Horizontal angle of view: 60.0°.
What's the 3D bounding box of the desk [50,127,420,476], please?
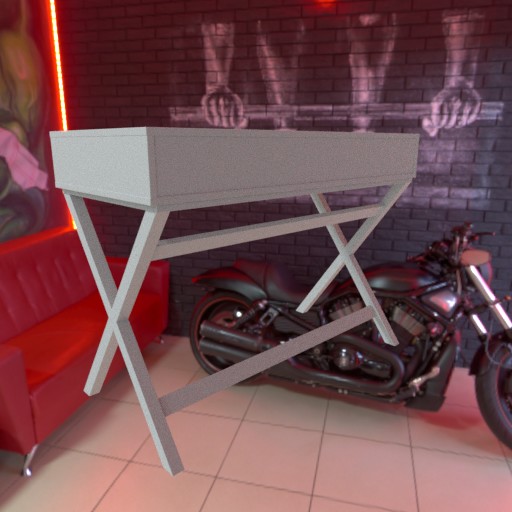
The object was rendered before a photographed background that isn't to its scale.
[{"bbox_3d":[0.000,0.000,1.459,1.057,0.780,0.525,-13,19,-42],"label":"desk"}]
